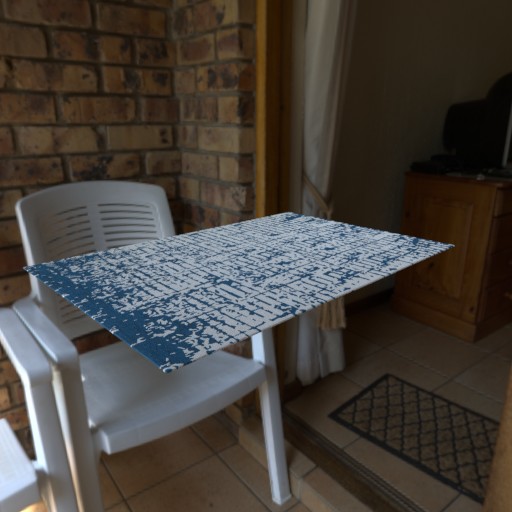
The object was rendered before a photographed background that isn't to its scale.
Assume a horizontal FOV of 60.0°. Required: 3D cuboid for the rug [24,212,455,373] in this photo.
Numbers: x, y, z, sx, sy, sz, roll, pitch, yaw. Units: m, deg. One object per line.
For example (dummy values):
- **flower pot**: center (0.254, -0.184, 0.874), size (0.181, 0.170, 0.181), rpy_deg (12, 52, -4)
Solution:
- **rug**: center (0.000, 0.000, 2.237), size (1.828, 0.007, 1.220), rpy_deg (-16, 23, -41)
